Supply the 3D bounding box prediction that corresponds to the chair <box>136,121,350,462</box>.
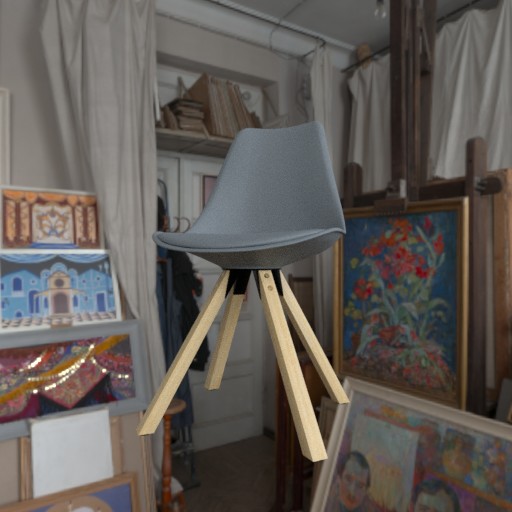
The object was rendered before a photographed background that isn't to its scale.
[{"bbox_3d":[0.000,0.000,1.198,0.485,0.850,0.549,0,0,19],"label":"chair"}]
